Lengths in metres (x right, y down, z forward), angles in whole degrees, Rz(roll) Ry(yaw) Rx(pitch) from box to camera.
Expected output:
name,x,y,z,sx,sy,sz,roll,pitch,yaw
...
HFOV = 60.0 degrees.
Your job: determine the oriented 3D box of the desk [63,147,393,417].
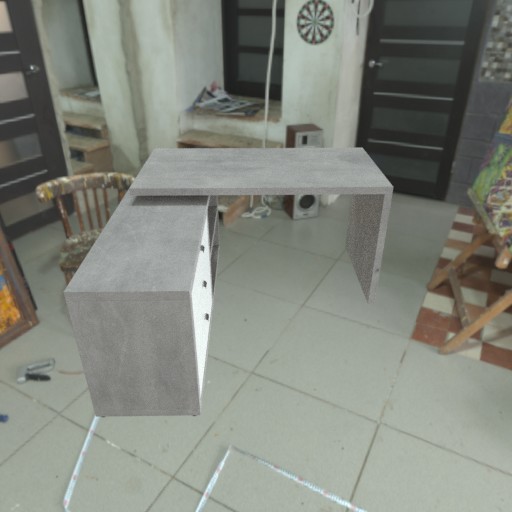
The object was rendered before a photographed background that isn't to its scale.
name,x,y,z,sx,sy,sz,roll,pitch,yaw
desk,0.000,0.000,2.385,1.400,0.740,1.500,0,30,-1
